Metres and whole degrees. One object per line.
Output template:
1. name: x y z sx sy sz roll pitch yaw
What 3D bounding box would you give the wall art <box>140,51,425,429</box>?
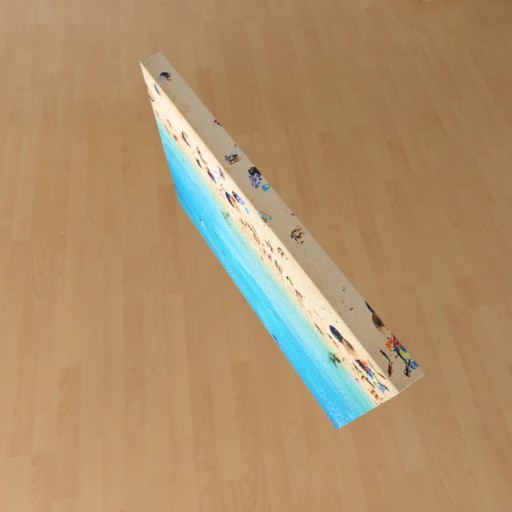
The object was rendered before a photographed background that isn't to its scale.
1. wall art: 0.000 0.000 1.131 0.057 0.595 0.894 -31 67 -14
